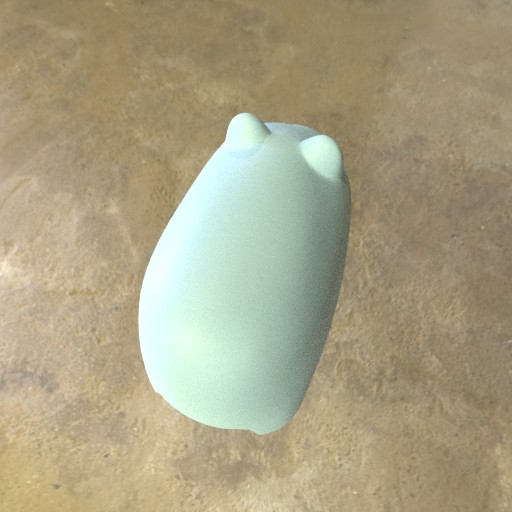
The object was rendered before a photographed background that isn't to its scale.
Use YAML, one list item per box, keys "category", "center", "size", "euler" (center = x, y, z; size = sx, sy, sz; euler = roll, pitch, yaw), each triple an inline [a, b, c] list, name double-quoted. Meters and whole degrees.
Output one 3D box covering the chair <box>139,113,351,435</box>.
- category: "chair"
  center: [0.000, 0.000, 0.855]
  size: [0.364, 0.423, 0.619]
  euler: [19, 66, 9]
